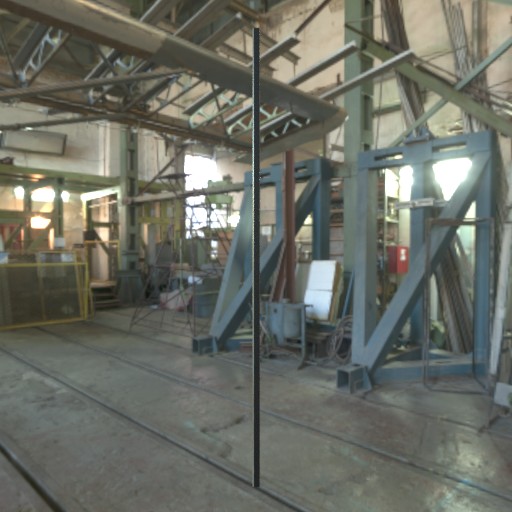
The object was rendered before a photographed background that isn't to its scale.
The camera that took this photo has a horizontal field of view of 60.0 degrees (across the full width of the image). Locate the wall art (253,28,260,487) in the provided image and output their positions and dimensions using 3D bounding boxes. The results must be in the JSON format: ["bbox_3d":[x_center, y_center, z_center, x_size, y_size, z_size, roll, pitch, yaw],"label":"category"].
[{"bbox_3d":[0.000,0.000,0.779,0.009,0.559,0.483,0,1,0],"label":"wall art"}]
